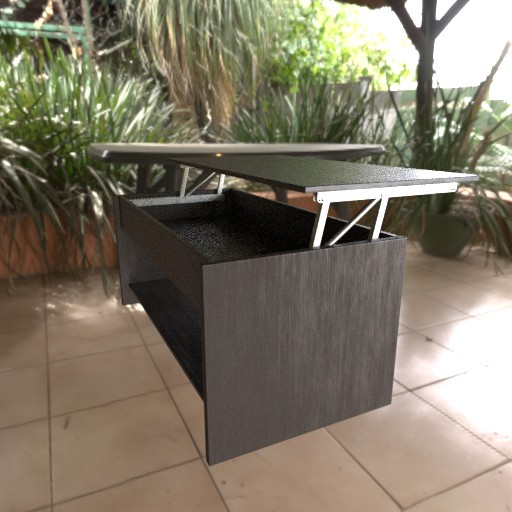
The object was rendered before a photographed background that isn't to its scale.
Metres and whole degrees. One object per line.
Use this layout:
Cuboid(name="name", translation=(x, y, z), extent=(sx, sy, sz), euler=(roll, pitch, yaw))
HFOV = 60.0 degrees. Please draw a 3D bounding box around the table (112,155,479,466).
Cuboid(name="table", translation=(0.000, 0.000, 1.428), extent=(0.712, 0.570, 1.000), euler=(-8, 18, -25))
